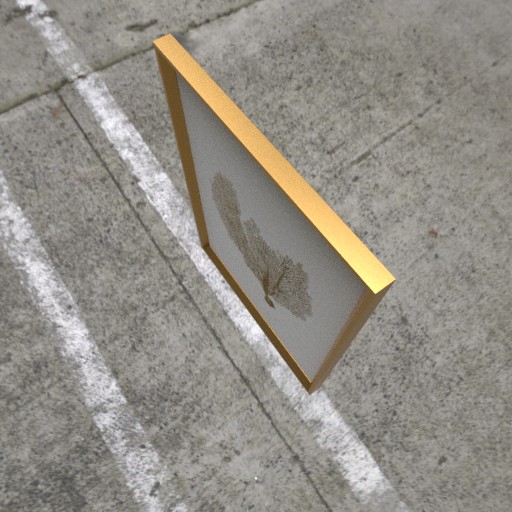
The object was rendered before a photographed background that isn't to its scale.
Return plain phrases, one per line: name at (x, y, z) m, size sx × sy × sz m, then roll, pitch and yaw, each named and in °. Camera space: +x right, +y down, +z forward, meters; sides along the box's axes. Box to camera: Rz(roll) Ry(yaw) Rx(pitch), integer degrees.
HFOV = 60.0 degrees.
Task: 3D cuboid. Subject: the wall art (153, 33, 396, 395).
wall art at (0.000, 0.000, 1.071) m, size 0.038 × 0.812 × 0.610 m, roll -32°, pitch 68°, yaw -15°
